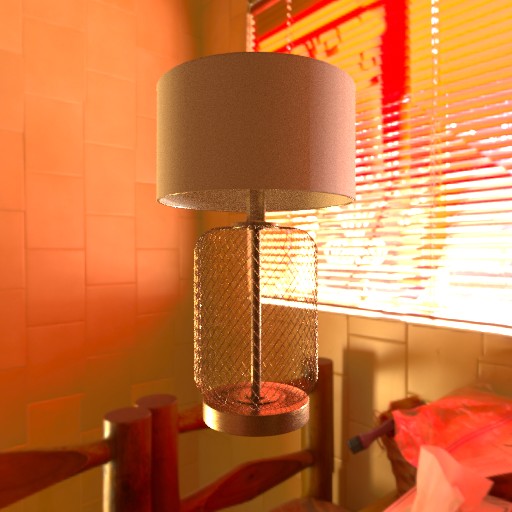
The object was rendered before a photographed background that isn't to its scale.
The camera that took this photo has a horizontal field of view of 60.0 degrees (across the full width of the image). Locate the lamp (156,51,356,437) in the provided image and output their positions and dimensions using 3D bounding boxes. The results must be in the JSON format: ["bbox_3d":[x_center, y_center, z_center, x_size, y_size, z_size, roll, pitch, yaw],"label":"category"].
[{"bbox_3d":[0.000,0.000,0.802,0.353,0.578,0.353,0,0,0],"label":"lamp"}]
